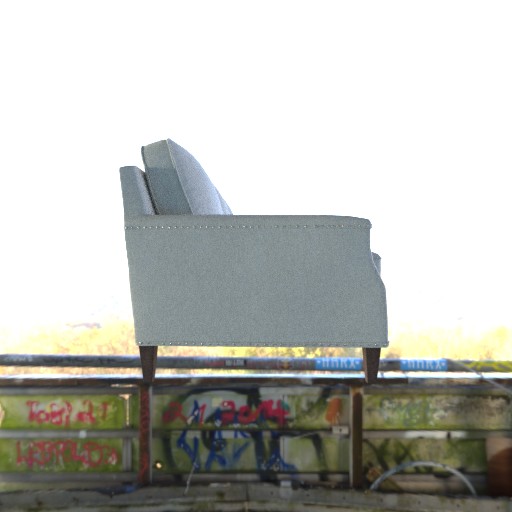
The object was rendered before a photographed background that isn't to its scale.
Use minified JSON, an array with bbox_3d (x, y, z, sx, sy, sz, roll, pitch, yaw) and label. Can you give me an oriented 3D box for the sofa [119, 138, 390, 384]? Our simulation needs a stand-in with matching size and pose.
[{"bbox_3d":[0.000,0.000,2.818,1.084,1.003,2.246,0,0,1],"label":"sofa"}]
